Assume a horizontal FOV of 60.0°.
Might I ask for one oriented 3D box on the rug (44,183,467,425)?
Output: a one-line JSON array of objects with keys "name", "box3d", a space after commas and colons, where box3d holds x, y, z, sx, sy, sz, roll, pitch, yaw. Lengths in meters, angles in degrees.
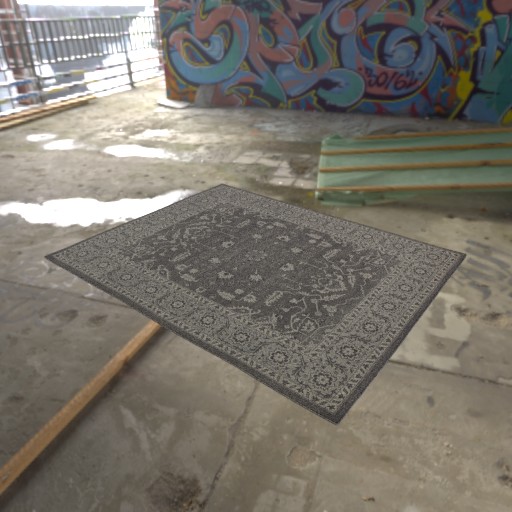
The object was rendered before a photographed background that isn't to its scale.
[{"name": "rug", "box3d": [0.000, 0.000, 4.090, 3.069, 0.026, 2.451, 21, 36, 33]}]
